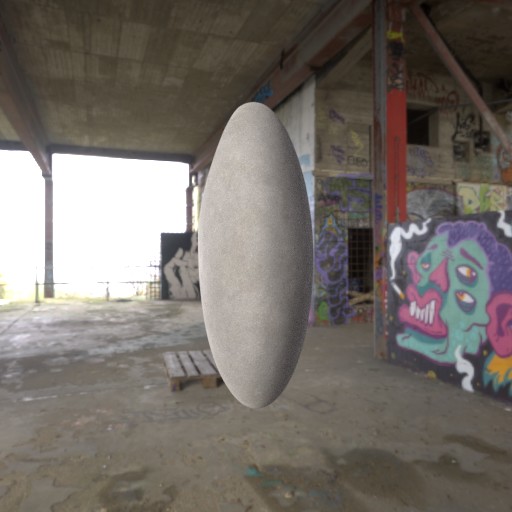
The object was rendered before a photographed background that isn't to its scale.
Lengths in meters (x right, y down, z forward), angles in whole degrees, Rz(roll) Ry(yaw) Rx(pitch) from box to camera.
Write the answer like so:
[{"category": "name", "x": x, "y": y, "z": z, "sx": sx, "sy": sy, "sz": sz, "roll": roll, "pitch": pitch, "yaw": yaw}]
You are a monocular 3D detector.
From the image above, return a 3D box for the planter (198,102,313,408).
[{"category": "planter", "x": 0.000, "y": 0.000, "z": 0.288, "sx": 0.071, "sy": 0.188, "sz": 0.185, "roll": 0, "pitch": 0, "yaw": 0}]
